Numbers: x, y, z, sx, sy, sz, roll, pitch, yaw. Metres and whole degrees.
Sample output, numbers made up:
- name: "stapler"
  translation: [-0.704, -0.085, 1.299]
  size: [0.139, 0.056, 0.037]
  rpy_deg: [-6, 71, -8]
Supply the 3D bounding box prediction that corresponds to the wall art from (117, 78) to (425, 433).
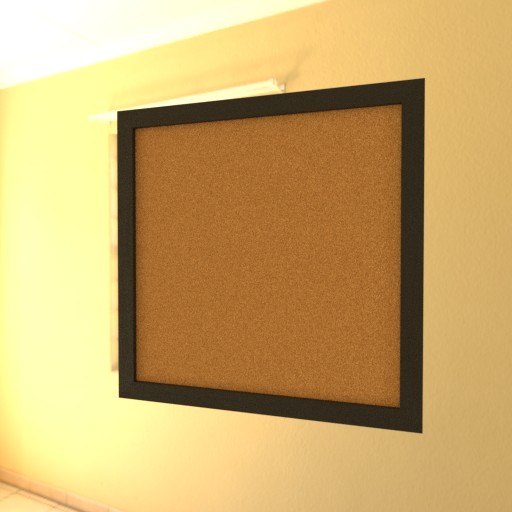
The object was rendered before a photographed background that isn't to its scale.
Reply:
- name: "wall art"
  translation: [0.000, 0.000, 1.436]
  size: [1.016, 1.016, 0.038]
  rpy_deg: [0, 1, 18]
